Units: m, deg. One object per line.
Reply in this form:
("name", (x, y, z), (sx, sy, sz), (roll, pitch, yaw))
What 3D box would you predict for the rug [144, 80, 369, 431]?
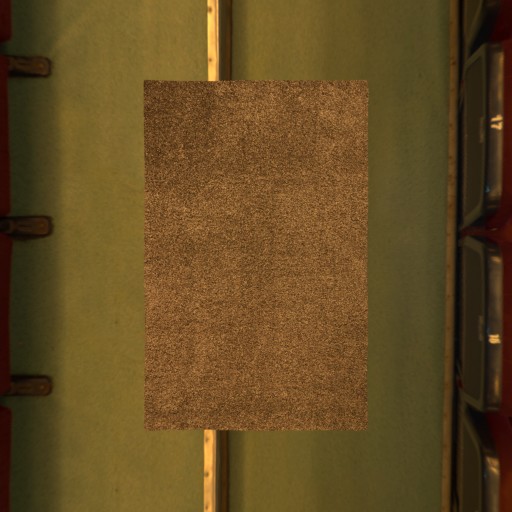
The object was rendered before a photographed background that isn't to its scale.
("rug", (0.000, 0.000, 2.976), (1.501, 0.025, 2.352), (0, 91, 0))
